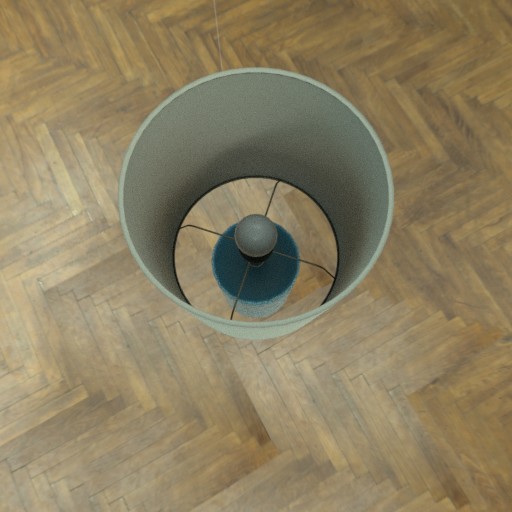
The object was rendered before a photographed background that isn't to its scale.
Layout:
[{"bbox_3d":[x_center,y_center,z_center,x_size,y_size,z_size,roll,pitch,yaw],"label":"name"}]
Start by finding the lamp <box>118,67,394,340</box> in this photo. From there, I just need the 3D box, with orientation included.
[{"bbox_3d":[0.000,0.000,0.737,0.278,0.597,0.278,18,77,4],"label":"lamp"}]
